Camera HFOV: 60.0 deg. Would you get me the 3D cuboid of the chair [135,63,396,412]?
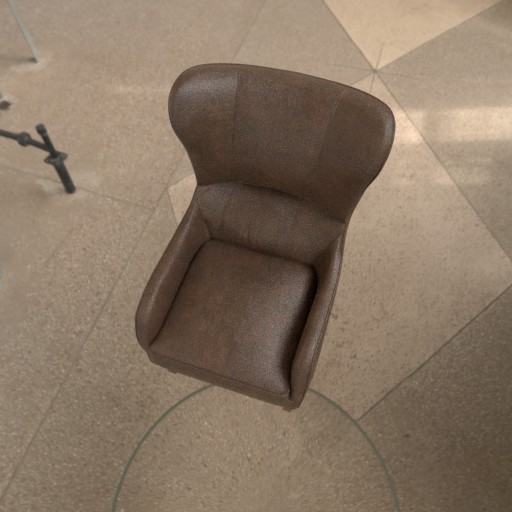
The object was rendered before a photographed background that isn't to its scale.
[{"bbox_3d":[0.000,0.000,1.635,0.692,1.048,0.914,16,60,9],"label":"chair"}]
